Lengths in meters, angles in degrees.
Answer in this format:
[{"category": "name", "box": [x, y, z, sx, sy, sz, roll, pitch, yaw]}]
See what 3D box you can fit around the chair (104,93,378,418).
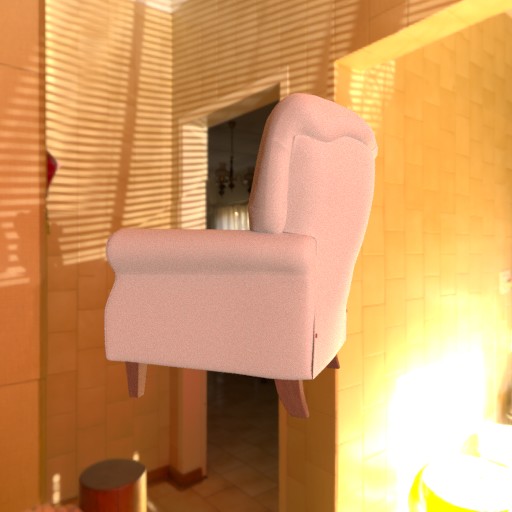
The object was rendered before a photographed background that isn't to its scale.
[{"category": "chair", "box": [0.000, 0.000, 2.148, 1.128, 1.217, 1.090, 0, 0, 20]}]
